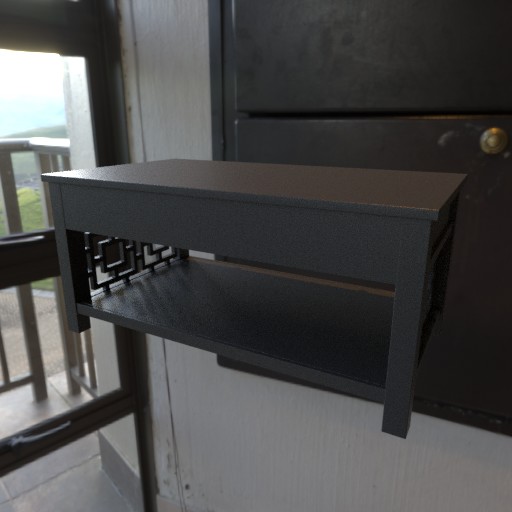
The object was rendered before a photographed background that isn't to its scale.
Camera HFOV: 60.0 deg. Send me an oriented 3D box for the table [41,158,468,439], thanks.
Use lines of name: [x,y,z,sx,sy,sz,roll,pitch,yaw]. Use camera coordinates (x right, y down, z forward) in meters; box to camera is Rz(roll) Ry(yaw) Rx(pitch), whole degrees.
table: [0.000,0.000,1.347,1.068,0.493,0.612,9,19,28]
